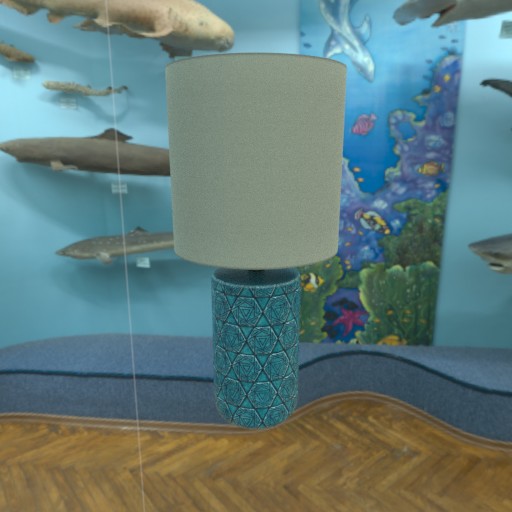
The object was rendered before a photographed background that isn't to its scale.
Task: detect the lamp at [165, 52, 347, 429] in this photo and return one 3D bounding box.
[{"bbox_3d":[0.000,0.000,0.764,0.278,0.597,0.278,2,14,8],"label":"lamp"}]
